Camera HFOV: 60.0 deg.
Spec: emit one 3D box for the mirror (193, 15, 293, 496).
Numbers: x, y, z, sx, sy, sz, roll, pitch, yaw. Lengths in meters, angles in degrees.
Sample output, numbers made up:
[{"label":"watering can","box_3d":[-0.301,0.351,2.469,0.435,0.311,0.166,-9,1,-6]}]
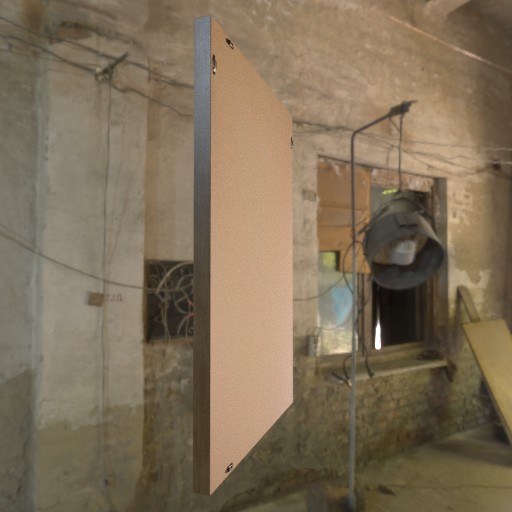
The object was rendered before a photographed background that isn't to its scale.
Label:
[{"label":"mirror","box_3d":[0.000,0.000,1.134,0.041,0.915,0.609,0,-1,20]}]
